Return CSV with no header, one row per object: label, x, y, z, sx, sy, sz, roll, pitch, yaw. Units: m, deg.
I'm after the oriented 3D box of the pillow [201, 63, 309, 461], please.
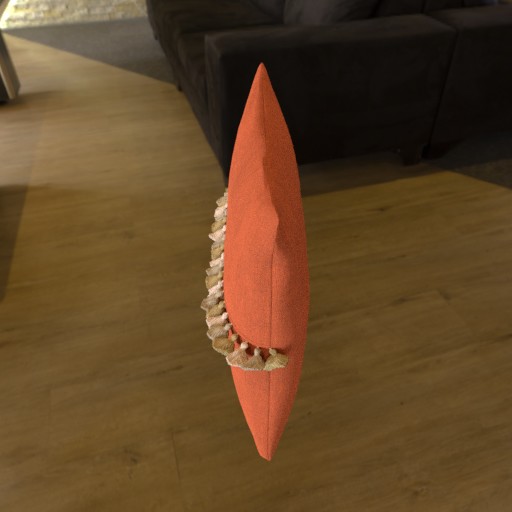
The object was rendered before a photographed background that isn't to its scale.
pillow,0.000,0.000,0.747,0.165,0.482,0.490,-1,41,-1
